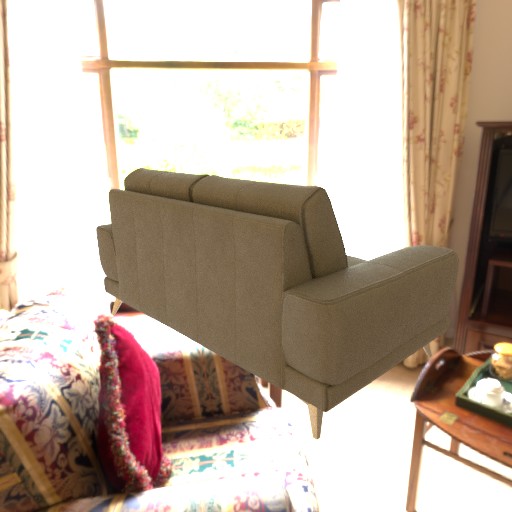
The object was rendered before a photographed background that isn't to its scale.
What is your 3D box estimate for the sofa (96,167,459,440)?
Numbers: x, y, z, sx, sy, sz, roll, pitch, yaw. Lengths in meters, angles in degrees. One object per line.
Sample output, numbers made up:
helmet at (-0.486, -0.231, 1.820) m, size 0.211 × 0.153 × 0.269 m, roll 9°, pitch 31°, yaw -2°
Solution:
sofa at (0.000, 0.000, 2.397) m, size 1.018 × 0.907 × 1.806 m, roll -14°, pitch 21°, yaw -42°
